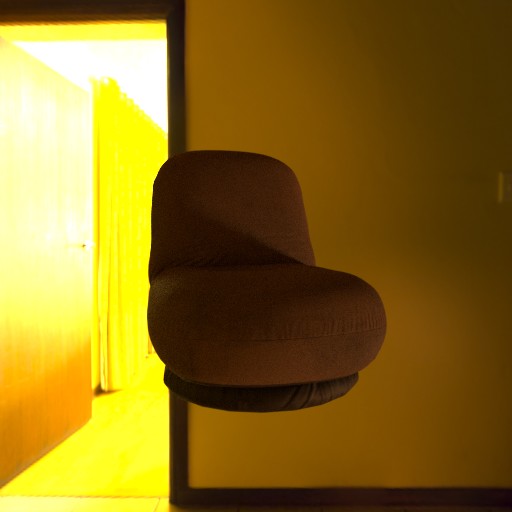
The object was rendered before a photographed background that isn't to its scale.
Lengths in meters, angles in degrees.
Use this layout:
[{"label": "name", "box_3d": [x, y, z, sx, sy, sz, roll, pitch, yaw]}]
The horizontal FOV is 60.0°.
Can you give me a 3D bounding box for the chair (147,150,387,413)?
[{"label": "chair", "box_3d": [0.000, 0.000, 1.062, 0.521, 0.594, 0.597, -1, 2, -19]}]
